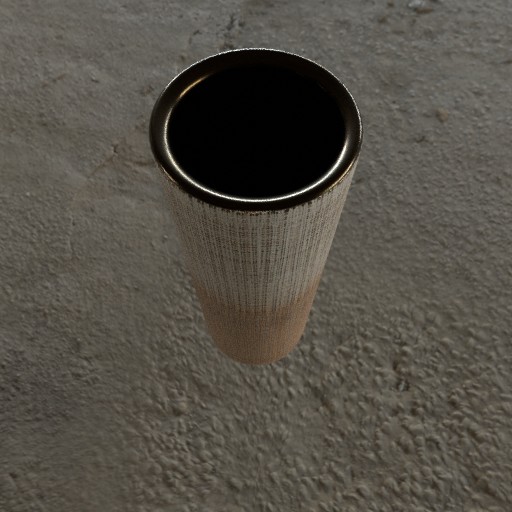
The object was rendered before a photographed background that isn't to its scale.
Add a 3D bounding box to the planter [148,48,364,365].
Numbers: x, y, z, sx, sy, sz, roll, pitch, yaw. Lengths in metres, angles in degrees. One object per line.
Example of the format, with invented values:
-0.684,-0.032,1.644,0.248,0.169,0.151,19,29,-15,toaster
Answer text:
0.000,0.000,0.326,0.099,0.278,0.099,-2,63,-1,planter
